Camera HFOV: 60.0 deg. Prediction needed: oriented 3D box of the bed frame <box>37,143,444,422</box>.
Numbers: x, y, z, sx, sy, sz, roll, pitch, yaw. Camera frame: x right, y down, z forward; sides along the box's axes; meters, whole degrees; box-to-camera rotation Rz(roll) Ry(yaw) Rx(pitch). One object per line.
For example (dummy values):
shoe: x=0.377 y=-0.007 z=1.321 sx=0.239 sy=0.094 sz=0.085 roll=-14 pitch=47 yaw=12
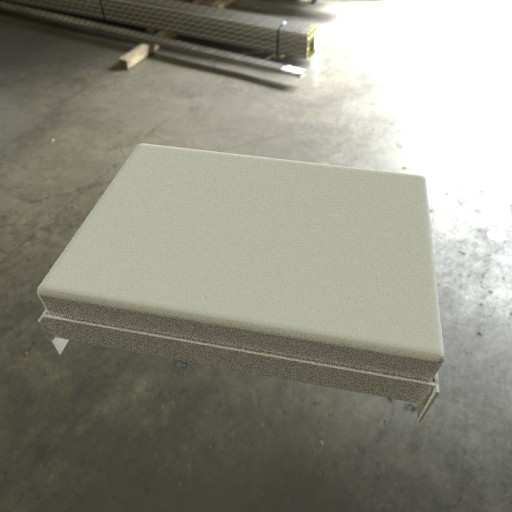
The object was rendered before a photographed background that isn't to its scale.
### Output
bed frame: x=0.000 y=0.000 z=2.629 sx=1.945 sy=0.497 sz=1.445 roll=8 pitch=47 yaw=8
